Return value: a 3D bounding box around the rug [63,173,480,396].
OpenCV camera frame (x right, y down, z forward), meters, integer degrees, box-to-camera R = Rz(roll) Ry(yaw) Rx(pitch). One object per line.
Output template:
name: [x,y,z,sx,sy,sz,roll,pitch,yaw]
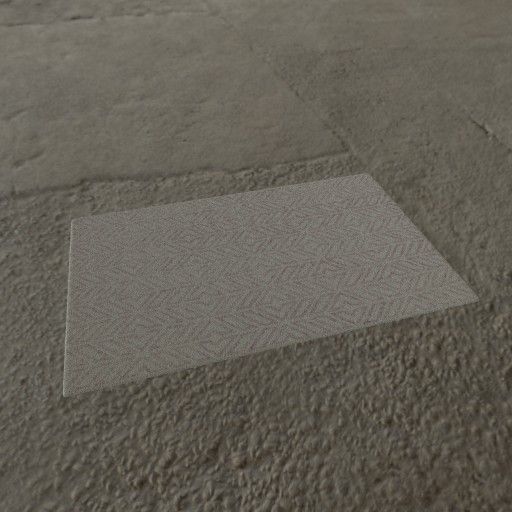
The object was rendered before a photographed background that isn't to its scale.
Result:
rug: [0.000,0.000,3.012,2.438,0.008,1.523,-11,43,-11]
